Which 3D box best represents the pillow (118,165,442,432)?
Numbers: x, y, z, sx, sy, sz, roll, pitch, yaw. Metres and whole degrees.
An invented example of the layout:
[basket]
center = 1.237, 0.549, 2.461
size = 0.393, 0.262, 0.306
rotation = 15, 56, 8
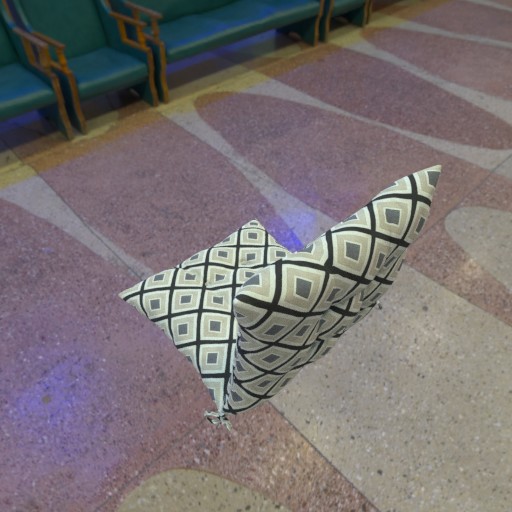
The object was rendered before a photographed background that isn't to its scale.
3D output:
[pillow]
center = 0.000, 0.000, 1.032
size = 0.541, 0.536, 0.585
rotation = -32, 53, -27
